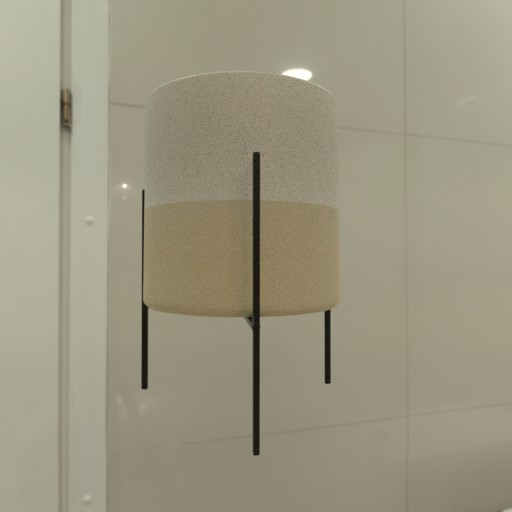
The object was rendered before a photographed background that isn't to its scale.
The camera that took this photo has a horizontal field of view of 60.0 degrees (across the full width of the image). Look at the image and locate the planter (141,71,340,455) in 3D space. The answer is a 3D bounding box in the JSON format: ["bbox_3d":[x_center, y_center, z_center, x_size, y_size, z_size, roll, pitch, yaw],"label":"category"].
[{"bbox_3d":[0.000,0.000,0.539,0.263,0.362,0.267,0,-1,-18],"label":"planter"}]
